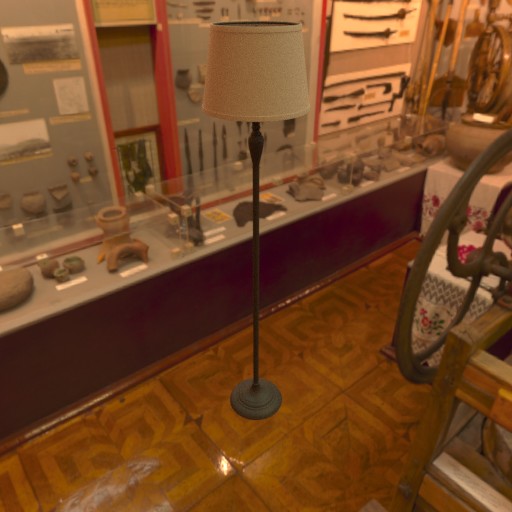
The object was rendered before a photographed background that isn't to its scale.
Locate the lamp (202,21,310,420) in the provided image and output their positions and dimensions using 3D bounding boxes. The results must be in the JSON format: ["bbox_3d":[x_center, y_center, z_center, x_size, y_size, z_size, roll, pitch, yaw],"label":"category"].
[{"bbox_3d":[0.000,0.000,1.619,0.327,1.506,0.327,-22,37,-32],"label":"lamp"}]
